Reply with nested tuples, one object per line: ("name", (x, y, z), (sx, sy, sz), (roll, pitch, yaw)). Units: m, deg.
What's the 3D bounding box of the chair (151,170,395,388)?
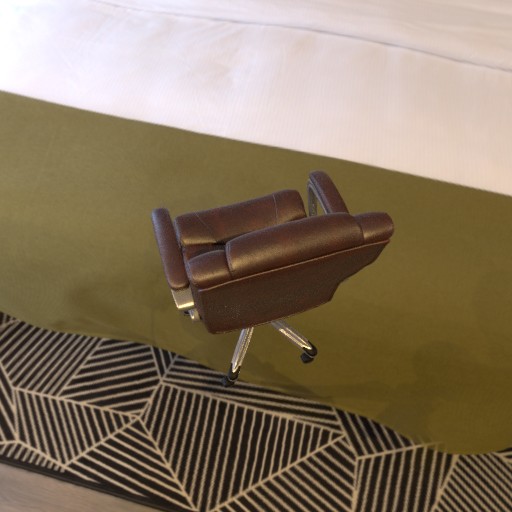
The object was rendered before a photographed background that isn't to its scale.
("chair", (0.000, 0.000, 1.623), (0.656, 1.128, 0.692), (-15, 60, -9))
